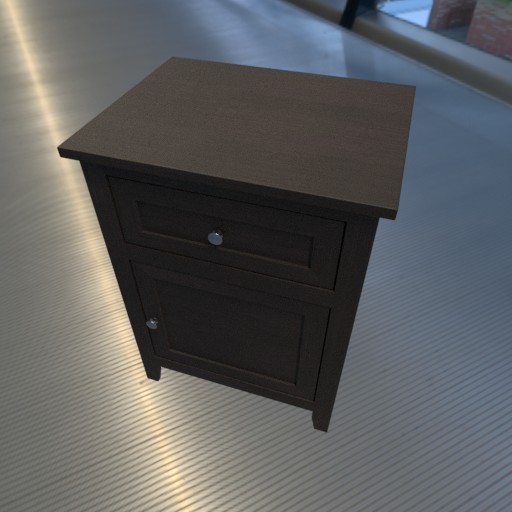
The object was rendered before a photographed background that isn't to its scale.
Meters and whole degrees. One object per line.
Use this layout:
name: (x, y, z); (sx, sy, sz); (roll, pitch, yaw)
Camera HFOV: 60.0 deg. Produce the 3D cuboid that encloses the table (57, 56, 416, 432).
table: (0.000, 0.000, 0.934); (0.480, 0.635, 0.381); (12, 45, 13)
